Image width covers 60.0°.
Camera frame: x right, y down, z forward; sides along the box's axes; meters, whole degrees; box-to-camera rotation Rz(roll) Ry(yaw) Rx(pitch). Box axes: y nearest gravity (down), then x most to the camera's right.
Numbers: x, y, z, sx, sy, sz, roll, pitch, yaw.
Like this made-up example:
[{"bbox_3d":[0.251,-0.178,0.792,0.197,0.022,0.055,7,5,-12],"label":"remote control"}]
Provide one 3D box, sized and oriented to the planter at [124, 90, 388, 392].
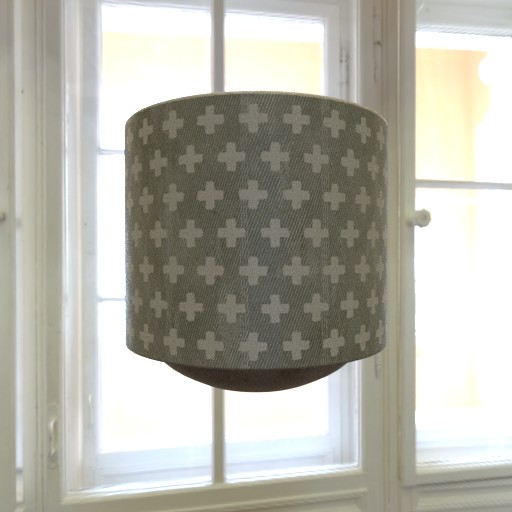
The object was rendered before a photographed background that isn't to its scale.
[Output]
[{"bbox_3d":[0.000,0.000,0.334,0.190,0.181,0.190,0,1,0],"label":"planter"}]
